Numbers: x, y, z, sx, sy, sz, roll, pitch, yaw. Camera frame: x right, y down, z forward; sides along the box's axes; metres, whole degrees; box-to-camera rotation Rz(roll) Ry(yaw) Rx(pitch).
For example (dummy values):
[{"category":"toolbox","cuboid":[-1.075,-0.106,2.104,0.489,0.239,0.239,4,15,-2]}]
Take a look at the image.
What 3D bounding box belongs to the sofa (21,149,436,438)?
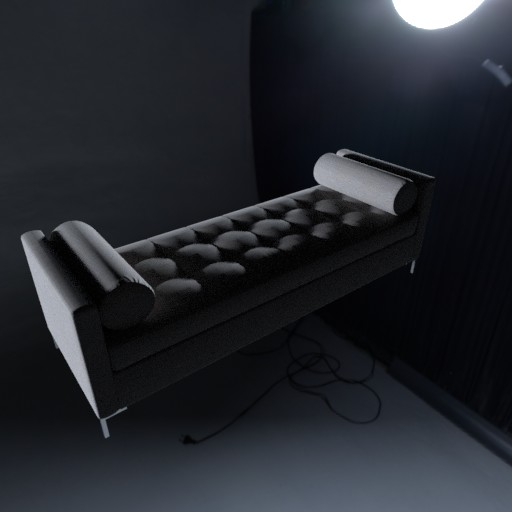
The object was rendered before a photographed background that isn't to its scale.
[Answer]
[{"category":"sofa","cuboid":[0.000,0.000,2.294,1.981,0.635,0.686,-21,37,-31]}]
